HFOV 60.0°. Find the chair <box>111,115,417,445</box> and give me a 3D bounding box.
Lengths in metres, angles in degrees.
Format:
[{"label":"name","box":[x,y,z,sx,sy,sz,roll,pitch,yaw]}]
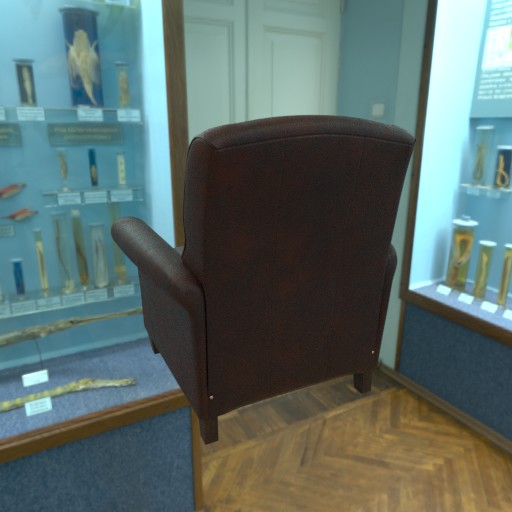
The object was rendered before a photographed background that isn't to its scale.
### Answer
[{"label":"chair","box":[0.000,0.000,1.779,0.978,1.061,0.902,-8,18,-25]}]
